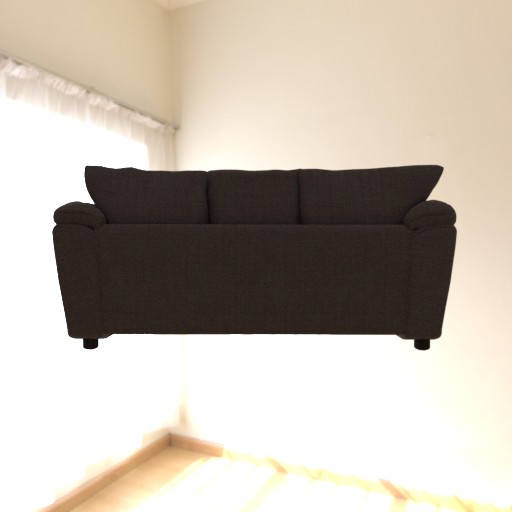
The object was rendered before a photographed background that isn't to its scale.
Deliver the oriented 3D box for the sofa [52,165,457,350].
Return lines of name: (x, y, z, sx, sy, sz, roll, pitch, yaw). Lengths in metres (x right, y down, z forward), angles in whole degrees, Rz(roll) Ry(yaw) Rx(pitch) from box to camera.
sofa: (0.000, 0.000, 2.857, 2.336, 1.080, 0.883, 0, 0, 0)
